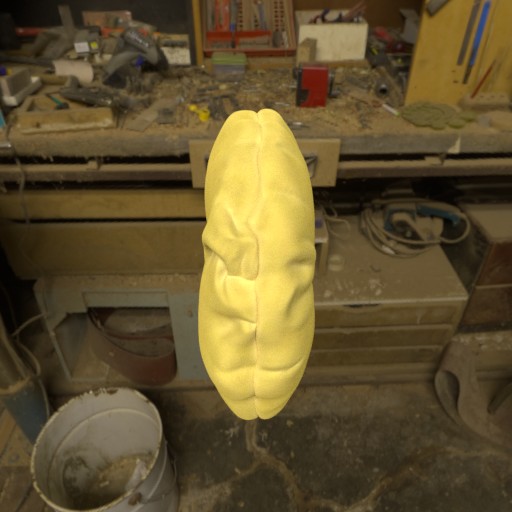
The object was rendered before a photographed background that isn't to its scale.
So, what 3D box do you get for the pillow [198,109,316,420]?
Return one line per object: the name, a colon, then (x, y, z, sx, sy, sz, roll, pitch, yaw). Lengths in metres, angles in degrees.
pillow: (0.000, 0.000, 0.650, 0.148, 0.407, 0.428, 0, 40, 0)
